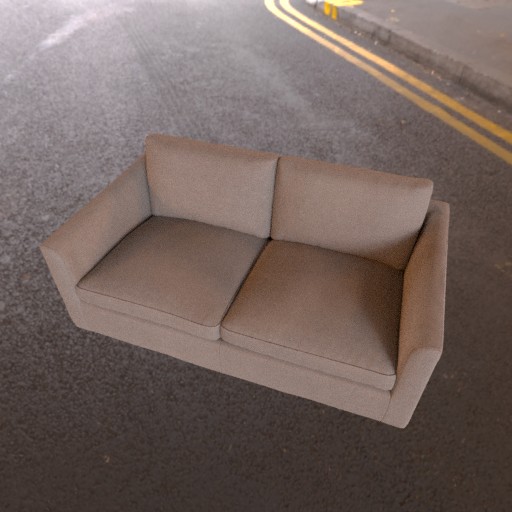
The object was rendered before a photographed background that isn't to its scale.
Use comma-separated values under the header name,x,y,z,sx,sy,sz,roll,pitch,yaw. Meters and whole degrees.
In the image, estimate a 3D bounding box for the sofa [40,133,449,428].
name,x,y,z,sx,sy,sz,roll,pitch,yaw
sofa,0.000,0.000,2.453,1.905,0.839,1.091,13,42,15
